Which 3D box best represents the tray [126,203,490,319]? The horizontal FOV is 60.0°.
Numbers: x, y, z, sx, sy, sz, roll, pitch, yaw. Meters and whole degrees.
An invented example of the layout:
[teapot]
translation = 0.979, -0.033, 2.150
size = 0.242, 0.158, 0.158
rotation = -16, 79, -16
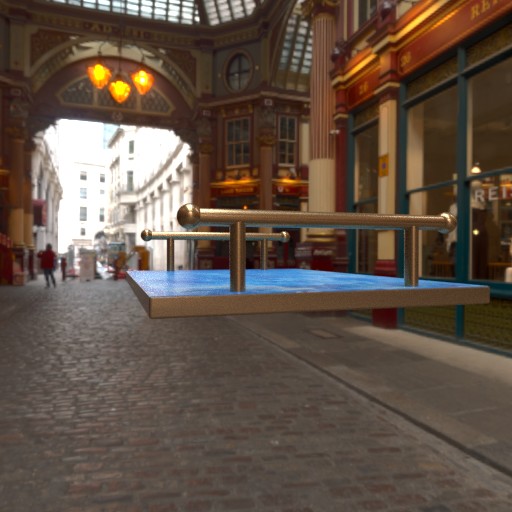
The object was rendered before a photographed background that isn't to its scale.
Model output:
[tray]
translation = 0.000, 0.000, 0.567
size = 0.304, 0.084, 0.444
rotation = 0, 1, -18
